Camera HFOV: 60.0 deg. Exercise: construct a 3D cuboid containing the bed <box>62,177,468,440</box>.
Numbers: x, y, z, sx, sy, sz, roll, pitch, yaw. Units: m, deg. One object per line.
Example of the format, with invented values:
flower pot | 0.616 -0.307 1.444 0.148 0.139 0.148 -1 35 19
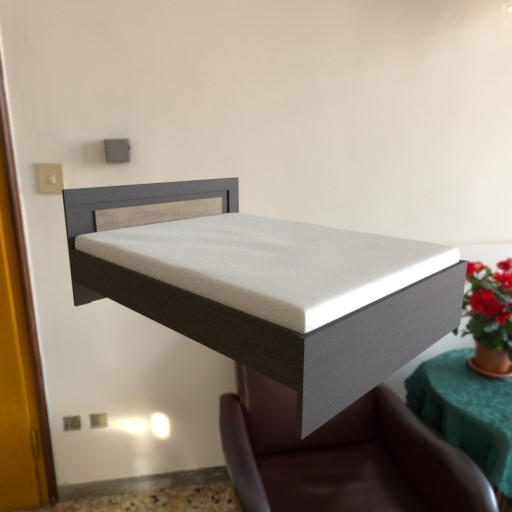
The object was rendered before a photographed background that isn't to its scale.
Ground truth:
bed | 0.000 0.000 2.876 2.073 0.823 1.585 14 20 43
